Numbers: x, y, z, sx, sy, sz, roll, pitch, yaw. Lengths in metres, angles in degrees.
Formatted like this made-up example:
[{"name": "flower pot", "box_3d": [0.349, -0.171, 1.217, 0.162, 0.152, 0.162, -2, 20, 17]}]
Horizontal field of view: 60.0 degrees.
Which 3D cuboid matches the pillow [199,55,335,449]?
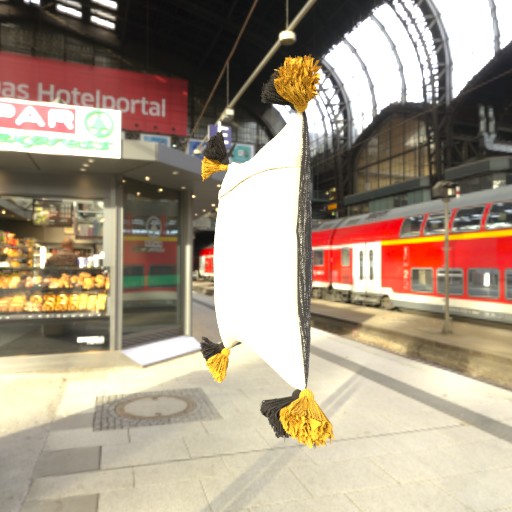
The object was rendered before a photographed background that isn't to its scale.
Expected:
[{"name": "pillow", "box_3d": [0.000, 0.000, 0.956, 0.139, 0.659, 0.654, 0, -1, -19]}]
